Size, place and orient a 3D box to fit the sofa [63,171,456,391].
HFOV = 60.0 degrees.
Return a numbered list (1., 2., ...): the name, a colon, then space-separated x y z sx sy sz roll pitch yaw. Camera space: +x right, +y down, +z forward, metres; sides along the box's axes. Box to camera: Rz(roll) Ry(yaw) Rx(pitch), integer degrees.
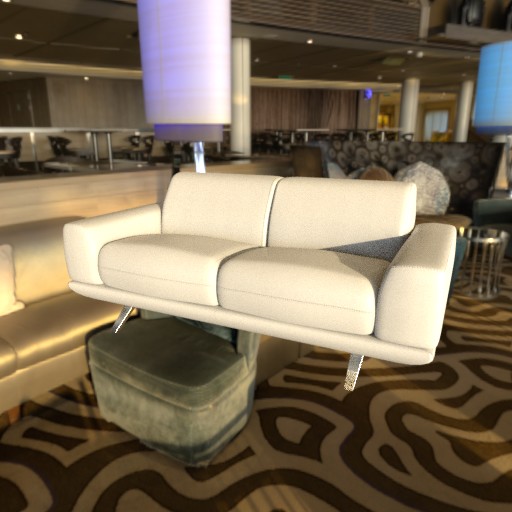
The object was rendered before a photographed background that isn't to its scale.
1. sofa: 0.000 0.000 2.353 1.901 0.772 0.900 7 17 25
